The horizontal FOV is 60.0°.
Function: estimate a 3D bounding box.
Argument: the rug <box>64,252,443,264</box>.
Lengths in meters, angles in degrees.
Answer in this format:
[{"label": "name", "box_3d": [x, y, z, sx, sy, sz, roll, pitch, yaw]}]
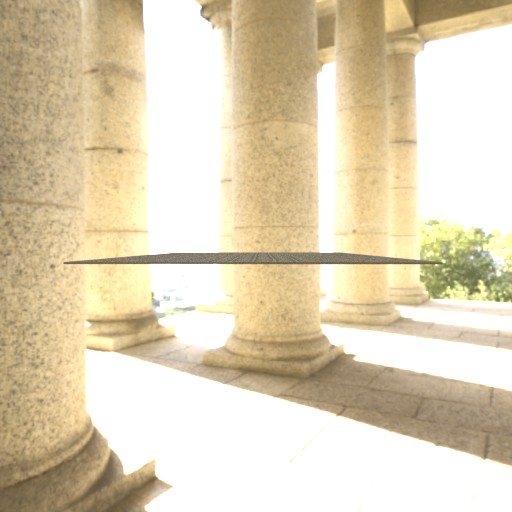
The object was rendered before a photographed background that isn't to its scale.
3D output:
[{"label": "rug", "box_3d": [0.000, 0.000, 2.334, 1.220, 0.007, 1.828, 0, 1, 1]}]
